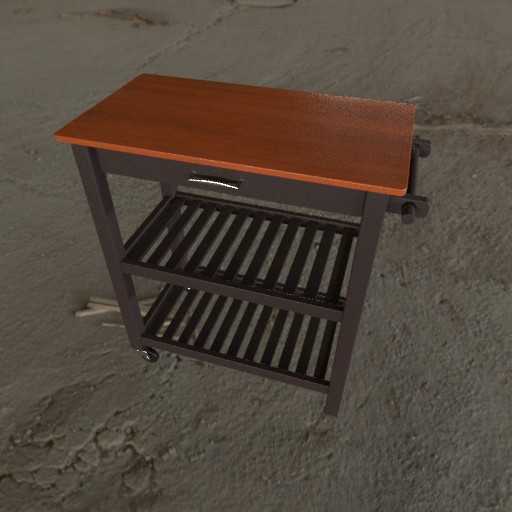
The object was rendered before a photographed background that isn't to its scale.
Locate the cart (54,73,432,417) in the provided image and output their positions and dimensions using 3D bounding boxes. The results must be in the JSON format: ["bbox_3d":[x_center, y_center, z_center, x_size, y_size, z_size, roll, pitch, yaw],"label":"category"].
[{"bbox_3d":[0.000,0.000,1.444,0.899,0.927,0.457,12,42,13],"label":"cart"}]
